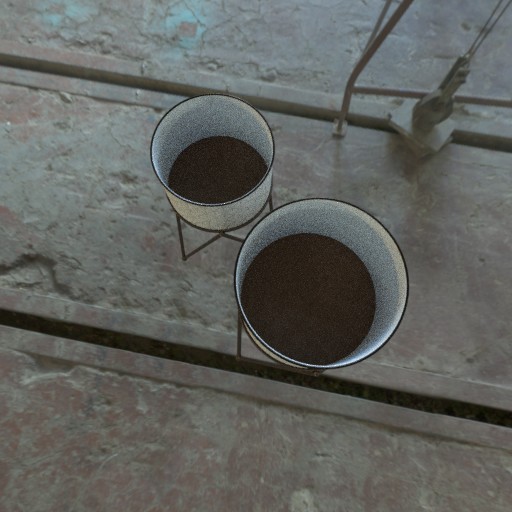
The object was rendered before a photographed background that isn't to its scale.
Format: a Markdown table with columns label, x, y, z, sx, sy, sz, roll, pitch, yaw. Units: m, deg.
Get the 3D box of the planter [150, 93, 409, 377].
| label | x | y | z | sx | sy | sz | roll | pitch | yaw |
| --- | --- | --- | --- | --- | --- | --- | --- | --- | --- |
| planter | 0.000 | 0.000 | 1.215 | 0.413 | 0.712 | 0.769 | -33 | 78 | -8 |
